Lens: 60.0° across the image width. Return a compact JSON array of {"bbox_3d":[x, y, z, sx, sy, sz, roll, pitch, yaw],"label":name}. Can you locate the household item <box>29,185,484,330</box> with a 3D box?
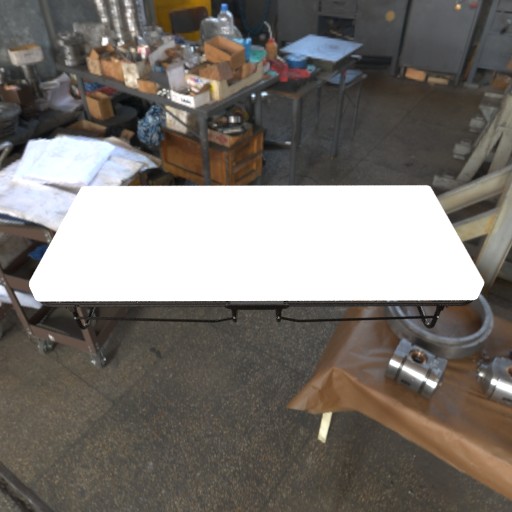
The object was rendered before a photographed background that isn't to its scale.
[{"bbox_3d":[0.000,0.000,2.186,1.905,0.356,0.787,0,41,0],"label":"household item"}]
